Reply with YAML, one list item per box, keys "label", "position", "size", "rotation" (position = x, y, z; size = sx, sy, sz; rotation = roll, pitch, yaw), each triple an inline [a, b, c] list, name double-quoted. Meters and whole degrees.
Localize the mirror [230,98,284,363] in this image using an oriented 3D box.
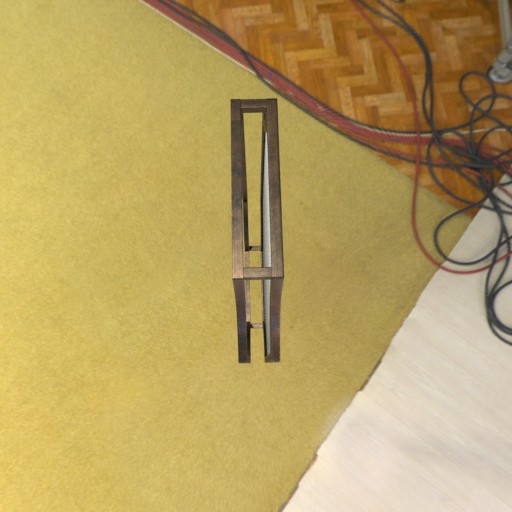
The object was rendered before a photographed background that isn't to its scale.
- label: "mirror"
  position: [0.000, 0.000, 0.984]
  size: [0.066, 0.811, 0.462]
  rotation: [-1, 76, 0]
